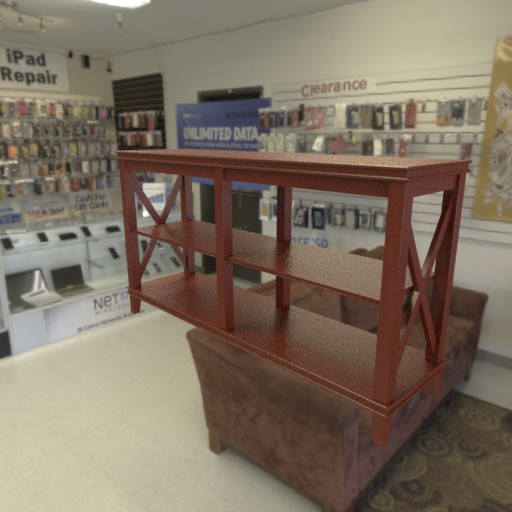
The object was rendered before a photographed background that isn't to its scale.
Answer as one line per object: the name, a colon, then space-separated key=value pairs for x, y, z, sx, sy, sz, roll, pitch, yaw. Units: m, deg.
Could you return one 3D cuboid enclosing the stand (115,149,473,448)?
stand: x=0.000 y=0.000 z=1.705 sx=0.381 sy=0.762 sz=1.372 roll=-15 pitch=21 yaw=-43
